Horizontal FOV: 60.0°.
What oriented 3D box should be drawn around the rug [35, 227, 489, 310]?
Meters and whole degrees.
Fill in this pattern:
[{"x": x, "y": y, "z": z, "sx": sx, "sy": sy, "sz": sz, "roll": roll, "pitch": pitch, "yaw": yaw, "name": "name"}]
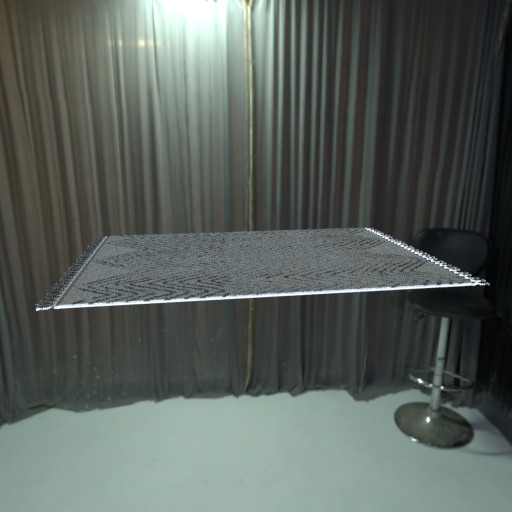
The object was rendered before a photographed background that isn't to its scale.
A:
[{"x": 0.000, "y": 0.000, "z": 2.327, "sx": 1.847, "sy": 0.014, "sz": 1.230, "roll": -2, "pitch": 15, "yaw": -9, "name": "rug"}]
